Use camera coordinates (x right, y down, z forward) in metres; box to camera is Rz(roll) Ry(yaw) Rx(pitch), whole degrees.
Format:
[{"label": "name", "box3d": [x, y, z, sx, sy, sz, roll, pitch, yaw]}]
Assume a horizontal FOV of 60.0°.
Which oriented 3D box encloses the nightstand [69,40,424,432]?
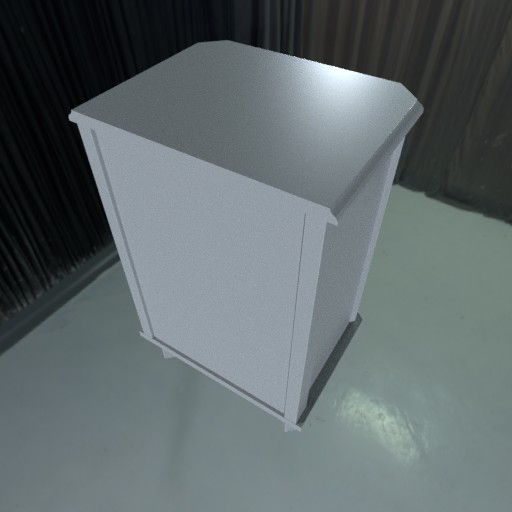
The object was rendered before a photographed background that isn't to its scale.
[{"label": "nightstand", "box3d": [0.000, 0.000, 0.909, 0.435, 0.680, 0.348, 25, 51, 22]}]
